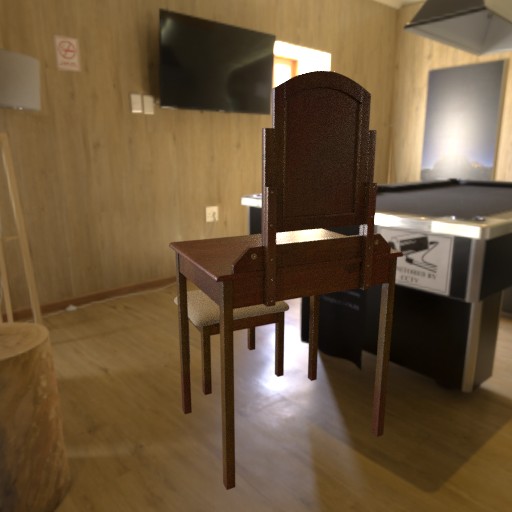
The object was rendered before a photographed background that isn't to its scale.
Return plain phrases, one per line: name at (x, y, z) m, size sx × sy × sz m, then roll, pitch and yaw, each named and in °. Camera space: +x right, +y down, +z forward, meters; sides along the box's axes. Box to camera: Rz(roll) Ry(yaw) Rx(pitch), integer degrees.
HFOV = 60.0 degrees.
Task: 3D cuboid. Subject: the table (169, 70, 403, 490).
table at (0.000, 0.000, 2.294) m, size 0.876 × 1.631 × 1.211 m, roll -7°, pitch 15°, yaw -25°
